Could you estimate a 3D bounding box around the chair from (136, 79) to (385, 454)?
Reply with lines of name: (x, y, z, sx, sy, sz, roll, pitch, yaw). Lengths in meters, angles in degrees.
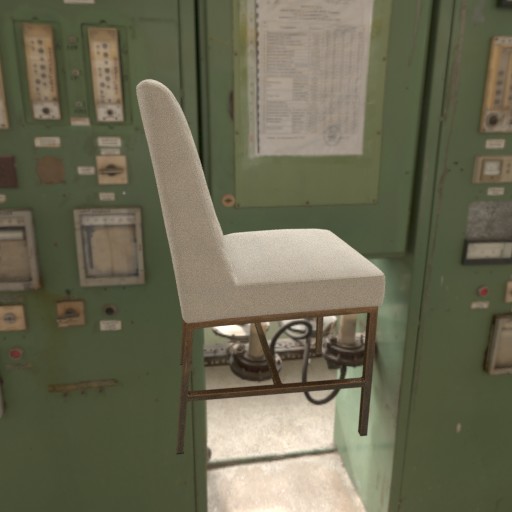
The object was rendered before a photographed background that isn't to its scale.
chair: (0.000, 0.000, 1.295, 0.597, 0.933, 0.503, -2, 17, -8)
